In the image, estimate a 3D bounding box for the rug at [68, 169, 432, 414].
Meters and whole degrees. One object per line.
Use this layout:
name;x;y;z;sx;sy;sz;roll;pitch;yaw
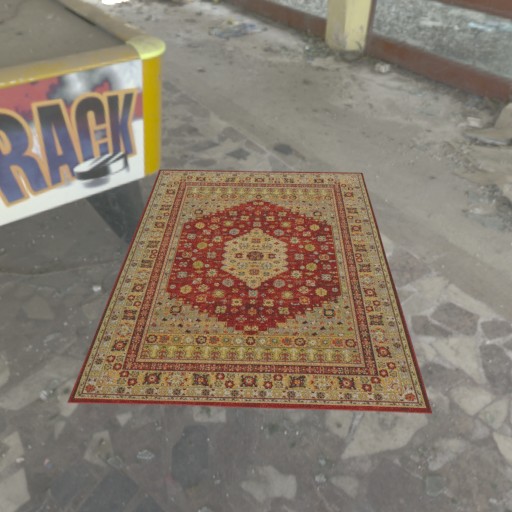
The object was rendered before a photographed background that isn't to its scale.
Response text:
rug;0.000;0.000;4.050;2.387;0.013;3.053;1;41;1
